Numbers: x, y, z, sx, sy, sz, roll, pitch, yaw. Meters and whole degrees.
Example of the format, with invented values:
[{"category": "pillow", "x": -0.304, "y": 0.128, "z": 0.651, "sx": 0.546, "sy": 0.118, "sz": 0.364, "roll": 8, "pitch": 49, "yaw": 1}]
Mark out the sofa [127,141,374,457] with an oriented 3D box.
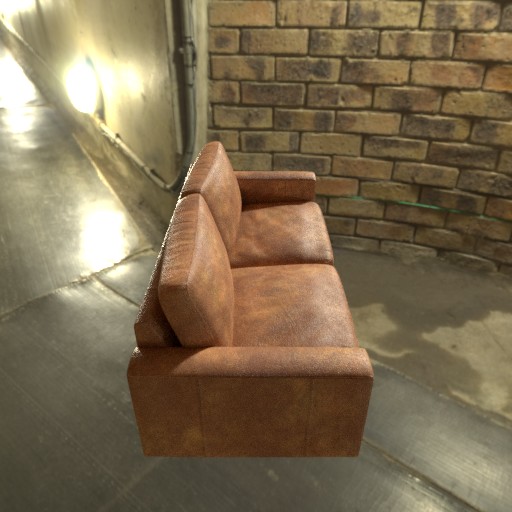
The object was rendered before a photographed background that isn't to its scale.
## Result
[{"category": "sofa", "x": 0.000, "y": 0.000, "z": 2.714, "sx": 1.016, "sy": 0.873, "sz": 2.179, "roll": 0, "pitch": 32, "yaw": 0}]
